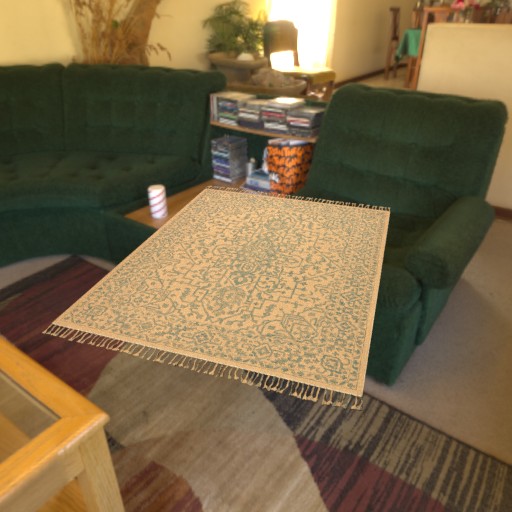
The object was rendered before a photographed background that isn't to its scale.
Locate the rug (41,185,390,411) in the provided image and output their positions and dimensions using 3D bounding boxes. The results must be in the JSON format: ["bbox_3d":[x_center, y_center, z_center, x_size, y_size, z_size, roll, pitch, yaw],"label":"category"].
[{"bbox_3d":[0.000,0.000,4.463,2.464,0.010,3.327,9,31,15],"label":"rug"}]
